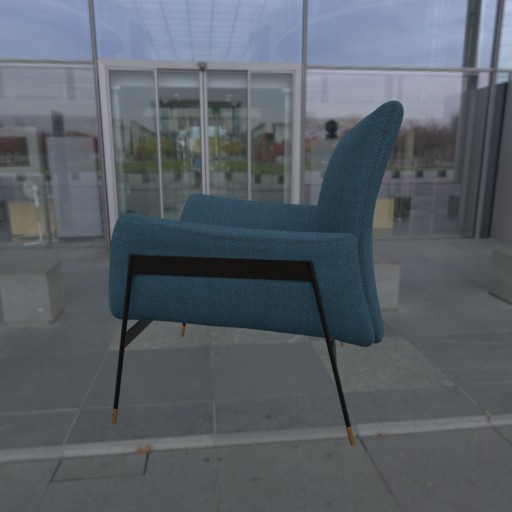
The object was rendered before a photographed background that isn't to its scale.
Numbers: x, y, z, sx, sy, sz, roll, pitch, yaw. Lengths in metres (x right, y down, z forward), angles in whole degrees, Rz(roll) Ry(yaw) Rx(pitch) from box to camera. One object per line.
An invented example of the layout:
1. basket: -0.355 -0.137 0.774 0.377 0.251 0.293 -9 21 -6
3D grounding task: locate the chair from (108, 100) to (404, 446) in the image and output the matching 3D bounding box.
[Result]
1. chair: 0.000 0.000 1.416 0.769 0.859 0.678 2 13 8
